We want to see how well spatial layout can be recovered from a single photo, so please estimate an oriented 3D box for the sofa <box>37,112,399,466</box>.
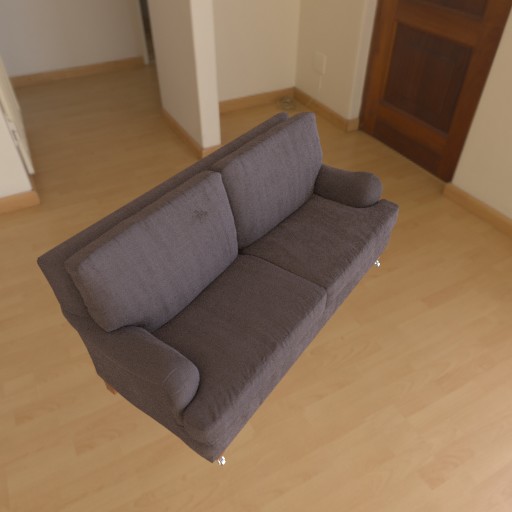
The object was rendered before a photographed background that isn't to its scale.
[{"bbox_3d":[0.000,0.000,2.784,1.086,1.087,2.165,26,48,26],"label":"sofa"}]
